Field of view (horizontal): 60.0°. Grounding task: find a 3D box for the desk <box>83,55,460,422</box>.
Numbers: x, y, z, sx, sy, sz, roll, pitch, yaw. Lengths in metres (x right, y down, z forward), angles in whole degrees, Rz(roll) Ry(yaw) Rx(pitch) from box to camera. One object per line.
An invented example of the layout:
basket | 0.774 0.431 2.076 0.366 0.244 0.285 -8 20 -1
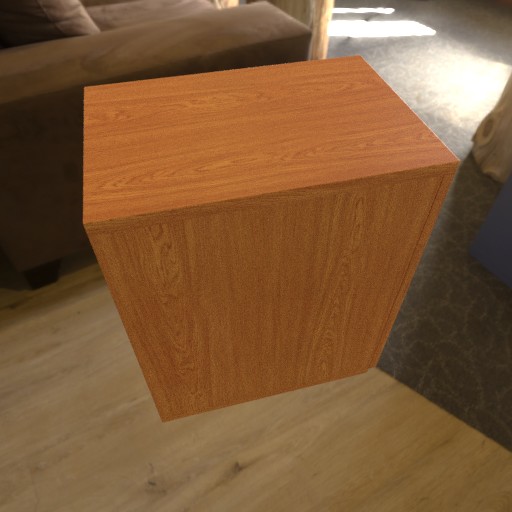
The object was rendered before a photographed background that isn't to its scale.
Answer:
desk | 0.000 0.000 1.067 0.600 0.730 0.404 -11 49 -10
